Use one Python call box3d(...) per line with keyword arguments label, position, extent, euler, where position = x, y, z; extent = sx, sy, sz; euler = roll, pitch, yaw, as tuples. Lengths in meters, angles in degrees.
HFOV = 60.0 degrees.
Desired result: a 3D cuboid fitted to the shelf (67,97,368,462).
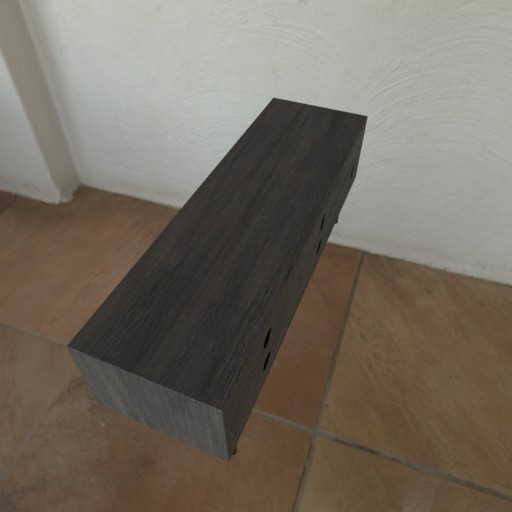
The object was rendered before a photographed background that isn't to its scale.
box3d(label="shelf", position=(0.000, 0.000, 1.548), extent=(0.400, 0.495, 1.300), euler=(17, 49, 16))
